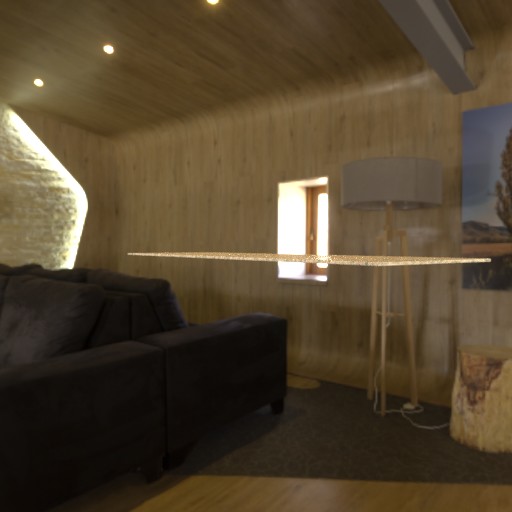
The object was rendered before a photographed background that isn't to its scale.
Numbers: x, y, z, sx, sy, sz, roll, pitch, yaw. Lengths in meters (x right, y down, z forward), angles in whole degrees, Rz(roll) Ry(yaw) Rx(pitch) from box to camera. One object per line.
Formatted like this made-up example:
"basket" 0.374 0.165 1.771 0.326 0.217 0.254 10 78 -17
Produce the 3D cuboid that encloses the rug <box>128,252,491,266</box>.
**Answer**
"rug" 0.000 0.000 2.509 0.700 0.014 2.290 -1 2 -35
